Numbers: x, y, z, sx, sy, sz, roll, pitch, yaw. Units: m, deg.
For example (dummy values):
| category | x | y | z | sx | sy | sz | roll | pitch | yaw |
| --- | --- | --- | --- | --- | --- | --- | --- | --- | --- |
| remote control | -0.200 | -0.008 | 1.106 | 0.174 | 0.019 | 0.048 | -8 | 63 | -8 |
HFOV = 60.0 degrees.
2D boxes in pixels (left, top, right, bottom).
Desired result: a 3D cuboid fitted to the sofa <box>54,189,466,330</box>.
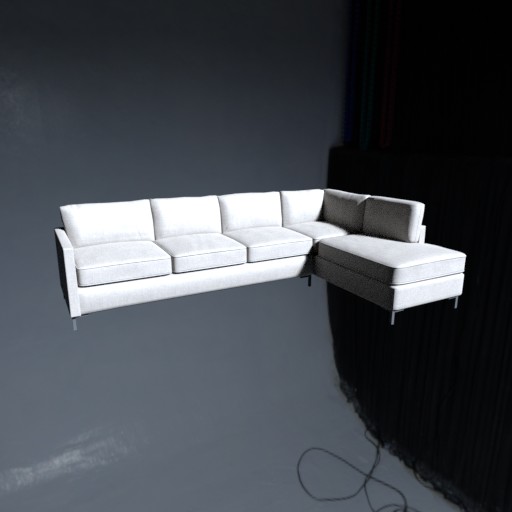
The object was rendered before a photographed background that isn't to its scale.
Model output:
| category | x | y | z | sx | sy | sz | roll | pitch | yaw |
| --- | --- | --- | --- | --- | --- | --- | --- | --- | --- |
| sofa | 0.000 | 0.000 | 4.215 | 3.331 | 0.964 | 2.077 | -8 | 17 | -27 |
